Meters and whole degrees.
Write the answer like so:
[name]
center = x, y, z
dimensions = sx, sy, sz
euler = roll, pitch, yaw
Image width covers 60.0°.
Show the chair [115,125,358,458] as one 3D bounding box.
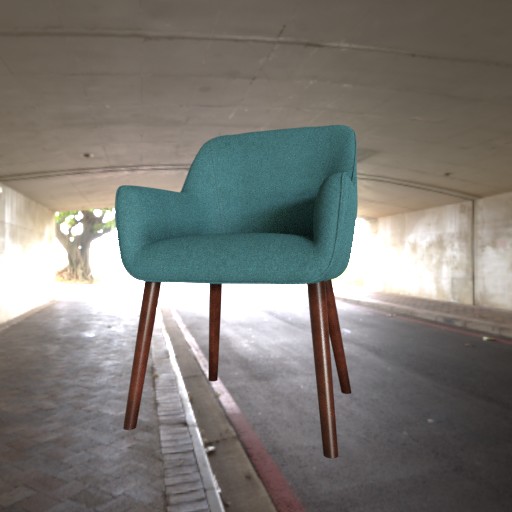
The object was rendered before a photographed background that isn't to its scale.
[chair]
center = 0.000, 0.000, 1.184
dimensions = 0.543, 0.803, 0.519
euler = 0, -1, 18
